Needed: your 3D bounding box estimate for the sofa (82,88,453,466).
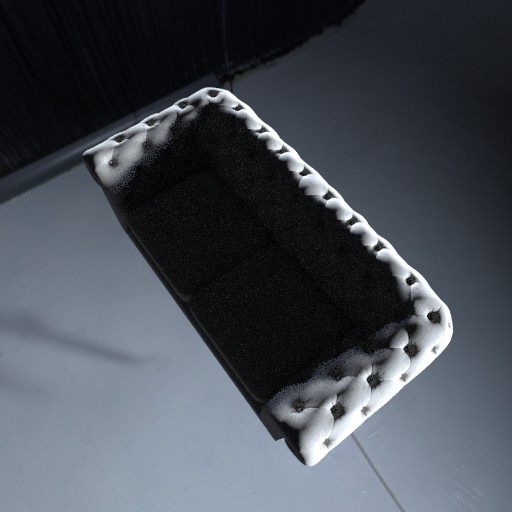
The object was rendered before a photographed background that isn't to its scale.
[{"bbox_3d":[0.000,0.000,2.488,0.986,0.764,1.998,-34,67,-16],"label":"sofa"}]
